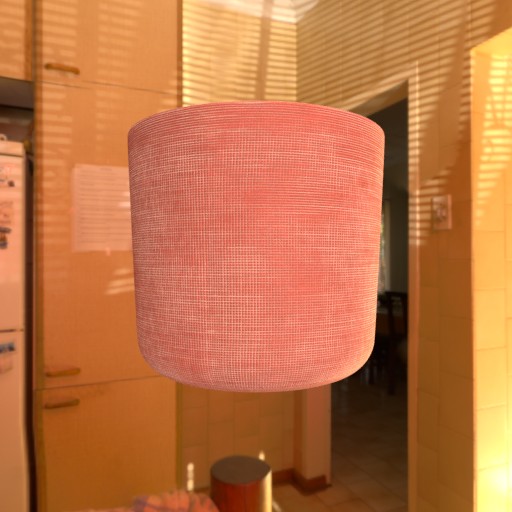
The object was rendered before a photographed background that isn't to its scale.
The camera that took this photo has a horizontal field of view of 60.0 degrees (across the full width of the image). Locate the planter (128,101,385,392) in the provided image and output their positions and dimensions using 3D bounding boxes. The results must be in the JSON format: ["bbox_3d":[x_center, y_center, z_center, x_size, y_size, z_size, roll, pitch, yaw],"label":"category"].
[{"bbox_3d":[0.000,0.000,0.789,0.440,0.398,0.440,0,0,0],"label":"planter"}]
